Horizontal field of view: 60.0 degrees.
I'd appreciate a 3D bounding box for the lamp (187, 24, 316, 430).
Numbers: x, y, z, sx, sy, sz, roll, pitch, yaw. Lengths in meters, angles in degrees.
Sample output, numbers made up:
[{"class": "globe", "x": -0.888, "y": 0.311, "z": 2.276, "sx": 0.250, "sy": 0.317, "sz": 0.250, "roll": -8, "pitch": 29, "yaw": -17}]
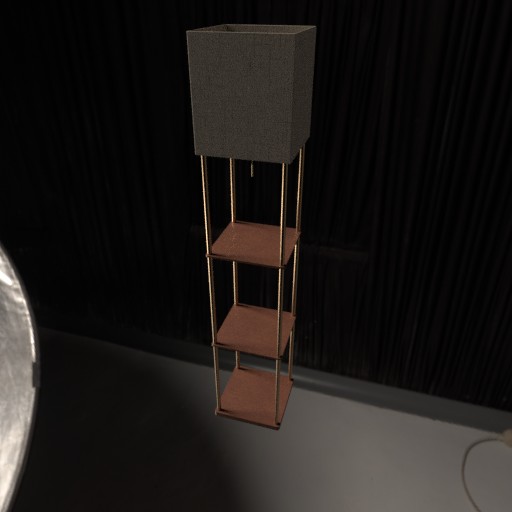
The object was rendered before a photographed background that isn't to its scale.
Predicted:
[{"class": "lamp", "x": 0.000, "y": 0.000, "z": 1.714, "sx": 0.308, "sy": 1.569, "sz": 0.310, "roll": 9, "pitch": 32, "yaw": 14}]
